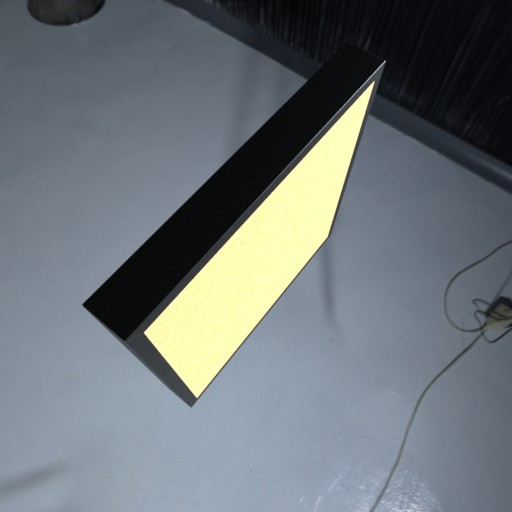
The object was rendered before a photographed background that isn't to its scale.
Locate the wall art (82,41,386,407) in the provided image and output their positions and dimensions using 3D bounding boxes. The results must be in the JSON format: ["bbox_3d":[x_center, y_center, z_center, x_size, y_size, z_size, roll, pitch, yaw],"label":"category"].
[{"bbox_3d":[0.000,0.000,0.460,0.038,0.304,0.304,35,69,16],"label":"wall art"}]
